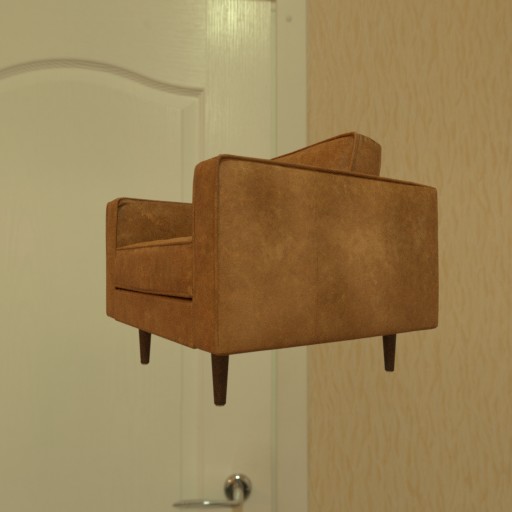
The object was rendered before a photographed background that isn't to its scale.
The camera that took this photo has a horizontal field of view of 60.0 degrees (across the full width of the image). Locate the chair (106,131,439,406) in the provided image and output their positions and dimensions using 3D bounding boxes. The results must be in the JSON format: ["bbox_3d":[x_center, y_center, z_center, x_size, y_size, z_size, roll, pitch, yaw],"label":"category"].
[{"bbox_3d":[0.000,0.000,1.516,0.798,0.767,0.928,1,-1,-33],"label":"chair"}]
